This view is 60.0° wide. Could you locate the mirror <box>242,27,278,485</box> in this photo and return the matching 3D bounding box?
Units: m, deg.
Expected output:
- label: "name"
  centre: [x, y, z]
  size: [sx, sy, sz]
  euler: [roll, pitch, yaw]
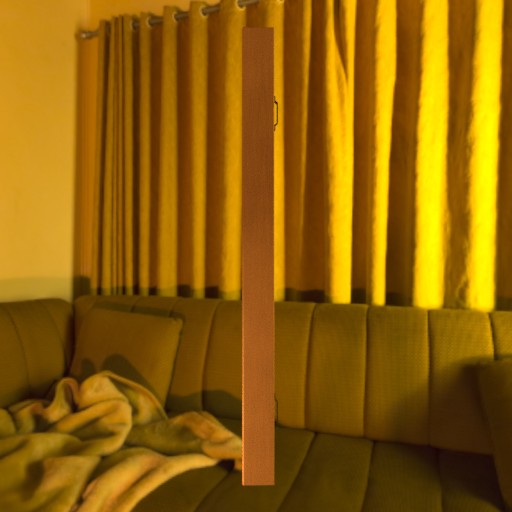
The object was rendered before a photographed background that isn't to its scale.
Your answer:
- label: "mirror"
  centre: [0.000, 0.000, 0.695]
  size: [0.041, 0.509, 0.406]
  euler: [0, 0, -1]
